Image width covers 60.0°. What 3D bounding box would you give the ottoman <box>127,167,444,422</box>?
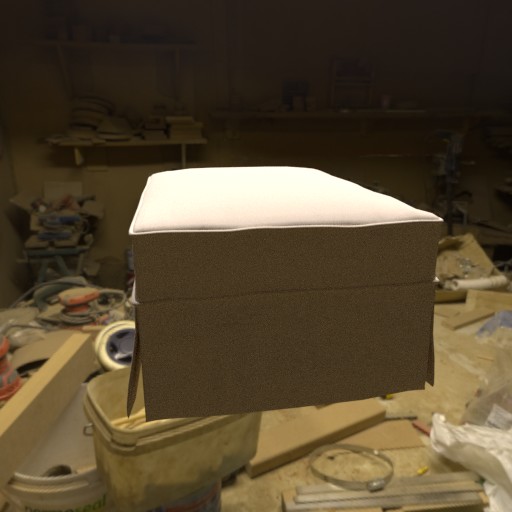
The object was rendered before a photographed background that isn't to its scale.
[{"bbox_3d":[0.000,0.000,1.330,0.703,0.479,0.944,-3,18,-10],"label":"ottoman"}]
